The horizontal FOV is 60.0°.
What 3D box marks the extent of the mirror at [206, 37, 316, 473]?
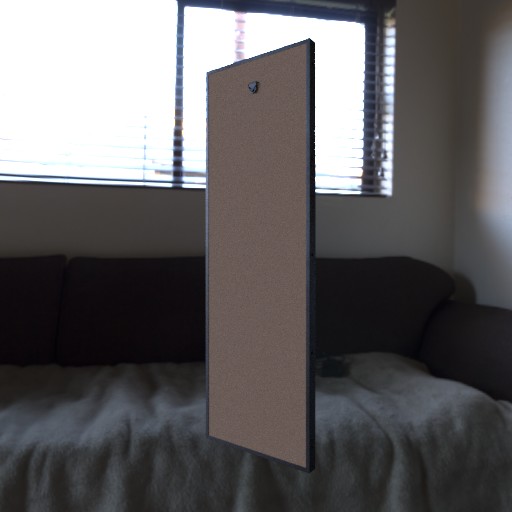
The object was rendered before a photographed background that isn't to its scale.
[{"bbox_3d":[0.000,0.000,1.206,0.354,1.080,0.042,0,1,37],"label":"mirror"}]
